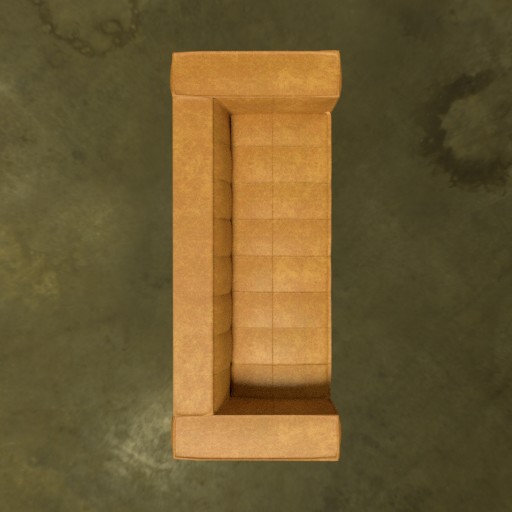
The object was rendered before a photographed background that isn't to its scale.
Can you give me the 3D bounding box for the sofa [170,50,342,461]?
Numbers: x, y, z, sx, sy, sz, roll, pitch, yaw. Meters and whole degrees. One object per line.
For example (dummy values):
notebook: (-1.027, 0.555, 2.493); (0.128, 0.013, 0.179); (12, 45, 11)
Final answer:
sofa: (0.000, 0.000, 3.077); (1.102, 0.701, 2.581); (0, 91, 0)
